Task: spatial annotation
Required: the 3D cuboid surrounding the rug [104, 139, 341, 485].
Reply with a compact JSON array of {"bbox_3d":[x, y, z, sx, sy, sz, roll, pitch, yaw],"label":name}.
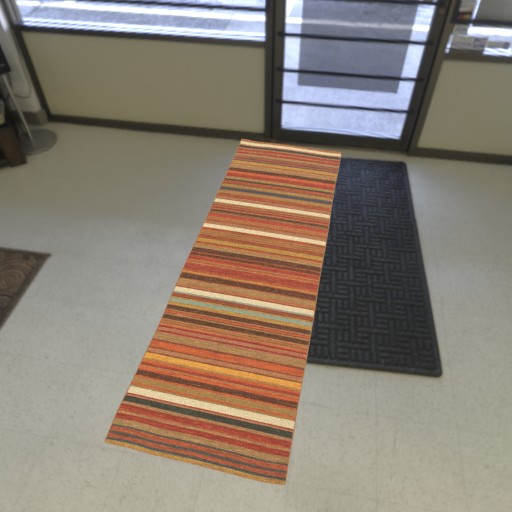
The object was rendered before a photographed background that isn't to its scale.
[{"bbox_3d":[0.000,0.000,2.660,0.799,0.030,2.444,9,48,9],"label":"rug"}]
